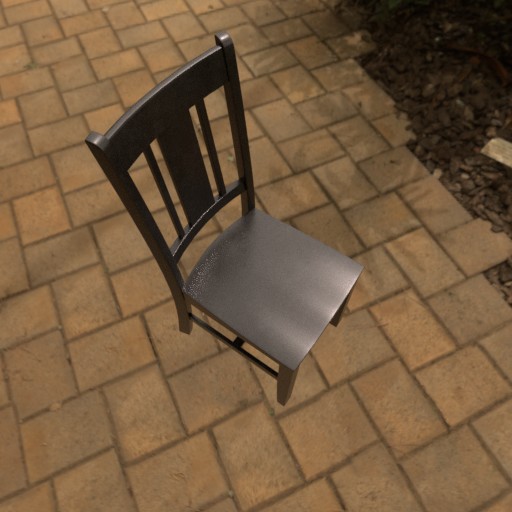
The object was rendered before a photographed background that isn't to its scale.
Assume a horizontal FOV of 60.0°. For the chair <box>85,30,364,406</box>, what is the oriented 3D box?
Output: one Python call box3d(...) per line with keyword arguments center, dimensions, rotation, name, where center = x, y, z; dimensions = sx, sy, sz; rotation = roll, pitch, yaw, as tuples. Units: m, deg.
box3d(center=(0.000, 0.000, 1.313), dimensions=(0.555, 0.998, 0.450), rotation=(31, 64, 17), name="chair")
